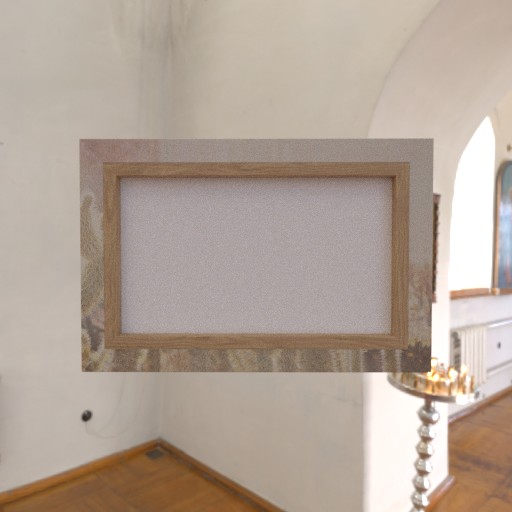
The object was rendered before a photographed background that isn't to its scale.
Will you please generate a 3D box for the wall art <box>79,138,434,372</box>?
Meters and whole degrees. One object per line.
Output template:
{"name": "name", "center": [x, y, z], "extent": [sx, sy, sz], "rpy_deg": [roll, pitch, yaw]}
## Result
{"name": "wall art", "center": [0.000, 0.000, 1.171], "extent": [0.916, 0.608, 0.040], "rpy_deg": [0, 1, 0]}
